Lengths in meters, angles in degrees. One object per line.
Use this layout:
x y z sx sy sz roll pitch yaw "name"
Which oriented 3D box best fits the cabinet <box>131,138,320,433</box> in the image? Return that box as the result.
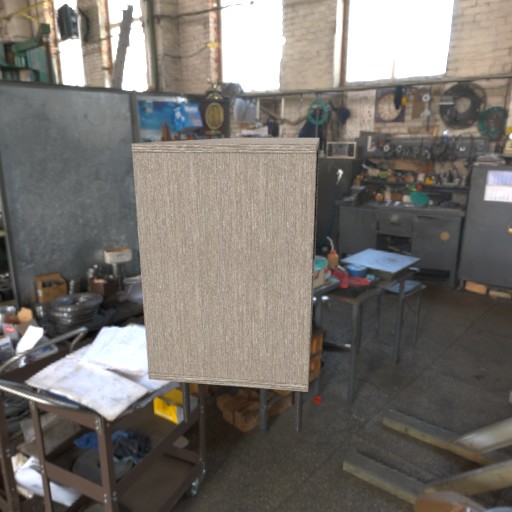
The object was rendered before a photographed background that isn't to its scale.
0.000 0.000 1.549 0.405 0.787 1.194 2 16 8 "cabinet"
